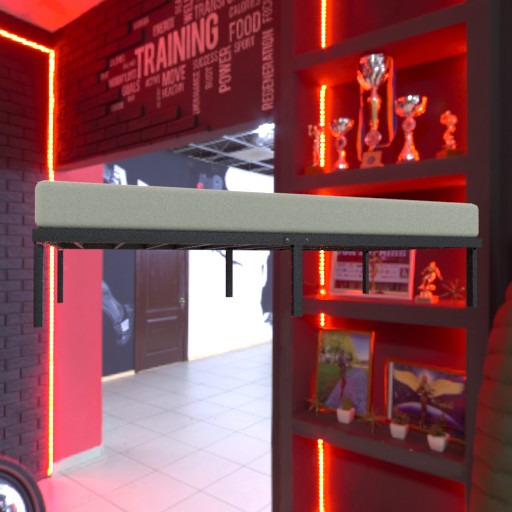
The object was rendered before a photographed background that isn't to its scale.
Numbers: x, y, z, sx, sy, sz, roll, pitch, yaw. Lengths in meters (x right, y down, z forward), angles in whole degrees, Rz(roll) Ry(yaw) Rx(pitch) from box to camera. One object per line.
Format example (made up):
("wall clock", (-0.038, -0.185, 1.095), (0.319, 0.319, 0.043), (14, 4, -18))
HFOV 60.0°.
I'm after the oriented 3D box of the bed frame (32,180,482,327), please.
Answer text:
("bed frame", (0.000, 0.000, 3.082), (2.635, 0.680, 1.393), (0, -1, -20))
